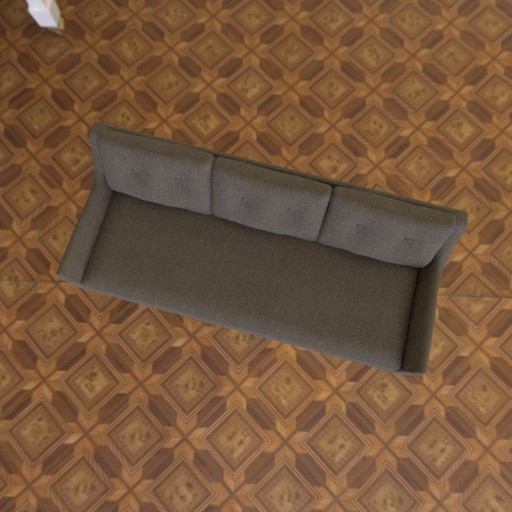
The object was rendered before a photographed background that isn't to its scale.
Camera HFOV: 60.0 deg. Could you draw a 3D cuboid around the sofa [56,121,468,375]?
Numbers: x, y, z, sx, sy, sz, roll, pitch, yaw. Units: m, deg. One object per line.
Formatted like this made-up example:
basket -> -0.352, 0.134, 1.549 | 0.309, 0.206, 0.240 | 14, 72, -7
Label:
sofa -> 0.000, 0.000, 2.549 | 2.060, 0.837, 0.849 | 14, 76, 4
